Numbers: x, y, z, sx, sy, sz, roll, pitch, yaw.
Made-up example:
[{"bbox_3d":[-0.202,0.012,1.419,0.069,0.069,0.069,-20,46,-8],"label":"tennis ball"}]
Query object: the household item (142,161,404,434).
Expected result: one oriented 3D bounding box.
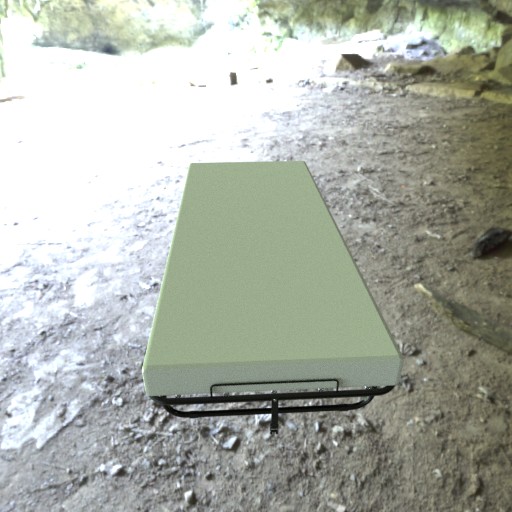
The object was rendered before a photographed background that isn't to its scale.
[{"bbox_3d":[0.000,0.000,2.134,0.787,0.356,1.905,-2,30,-3],"label":"household item"}]
